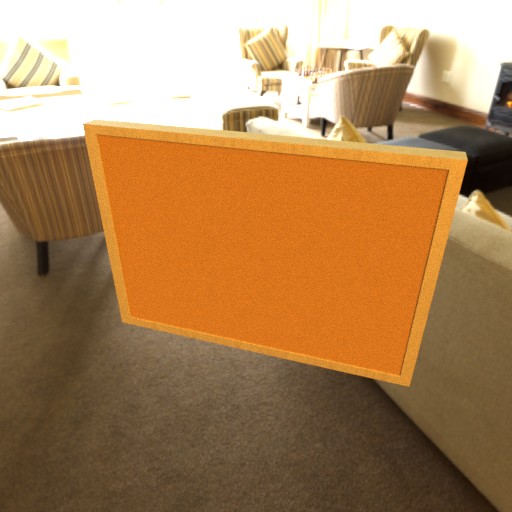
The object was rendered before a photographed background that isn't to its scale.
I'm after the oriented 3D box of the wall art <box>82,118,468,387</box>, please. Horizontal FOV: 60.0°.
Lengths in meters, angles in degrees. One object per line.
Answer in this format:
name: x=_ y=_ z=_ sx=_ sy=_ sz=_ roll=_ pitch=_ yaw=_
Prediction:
wall art: x=0.000 y=0.000 z=0.701 sx=0.532 sy=0.380 sz=0.032 roll=9 pitch=33 yaw=15
